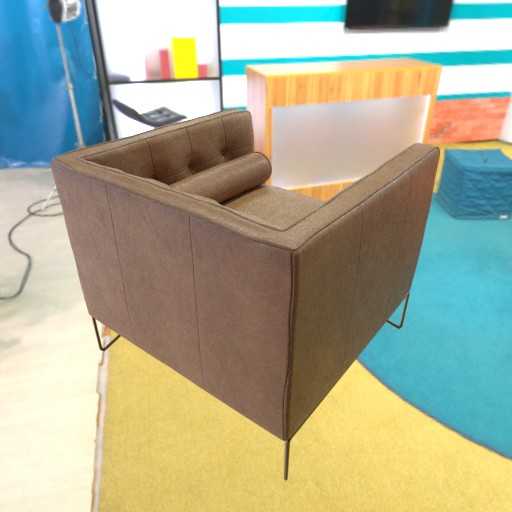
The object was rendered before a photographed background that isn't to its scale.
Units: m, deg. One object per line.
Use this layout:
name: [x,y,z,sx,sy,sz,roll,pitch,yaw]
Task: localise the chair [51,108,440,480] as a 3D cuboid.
chair: [0.000,0.000,1.605,0.920,0.797,0.912,22,38,31]
